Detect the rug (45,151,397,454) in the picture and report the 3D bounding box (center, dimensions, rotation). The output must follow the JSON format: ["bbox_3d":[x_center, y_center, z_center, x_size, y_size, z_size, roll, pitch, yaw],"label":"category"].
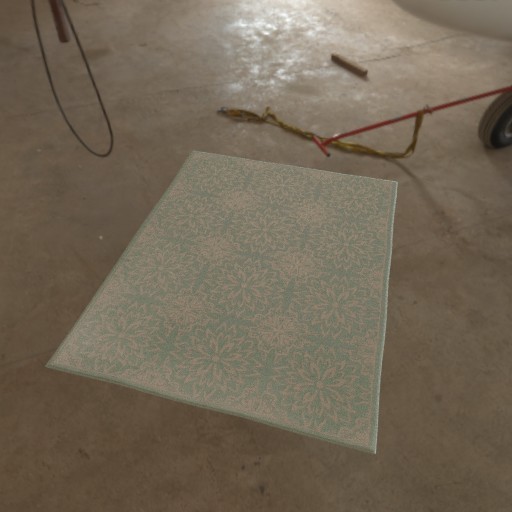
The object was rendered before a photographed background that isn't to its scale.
[{"bbox_3d":[0.000,0.000,4.005,2.363,0.012,2.980,11,46,11],"label":"rug"}]
